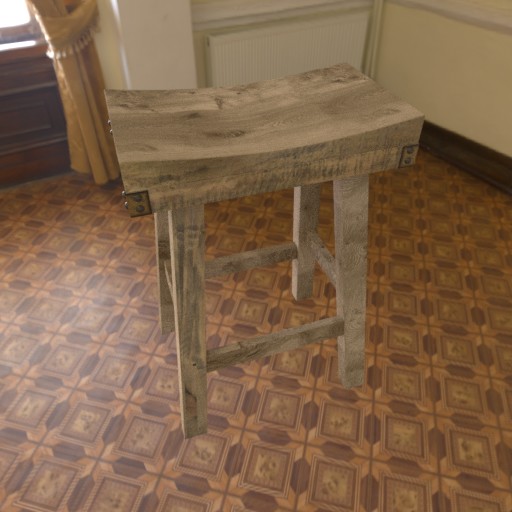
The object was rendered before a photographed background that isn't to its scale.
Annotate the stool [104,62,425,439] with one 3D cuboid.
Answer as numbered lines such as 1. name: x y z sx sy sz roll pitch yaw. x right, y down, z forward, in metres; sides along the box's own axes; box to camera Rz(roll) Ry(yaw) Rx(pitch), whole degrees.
1. stool: 0.000 0.000 0.894 0.450 0.635 0.330 -12 42 -14
